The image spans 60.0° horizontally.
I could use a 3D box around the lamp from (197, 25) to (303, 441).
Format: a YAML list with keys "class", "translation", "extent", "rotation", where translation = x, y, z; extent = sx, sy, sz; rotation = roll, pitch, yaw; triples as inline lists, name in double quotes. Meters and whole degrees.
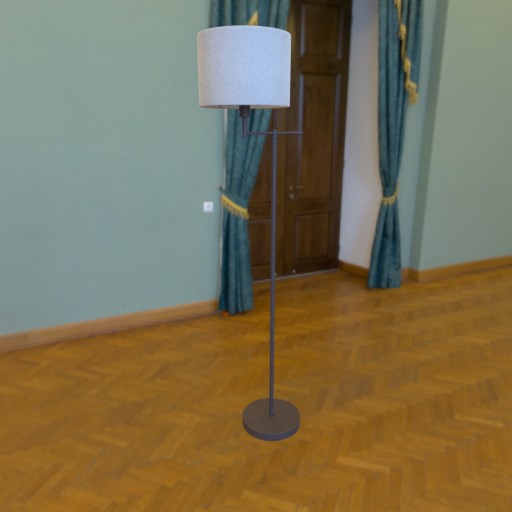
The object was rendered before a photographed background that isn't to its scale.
- class: "lamp"
  translation: [0.000, 0.000, 1.777]
  extent: [0.416, 1.600, 0.324]
  rotation: [-8, 18, -25]
